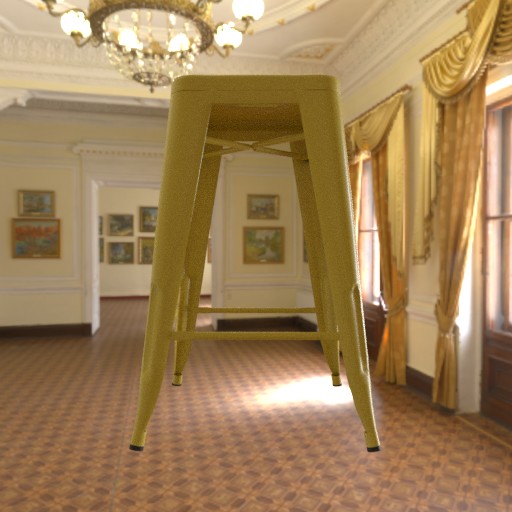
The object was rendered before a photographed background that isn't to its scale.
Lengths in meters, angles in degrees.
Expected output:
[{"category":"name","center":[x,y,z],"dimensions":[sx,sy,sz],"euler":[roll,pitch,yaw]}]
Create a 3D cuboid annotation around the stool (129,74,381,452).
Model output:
[{"category":"stool","center":[0.000,0.000,0.862],"dimensions":[0.399,0.609,0.359],"euler":[0,1,0]}]
